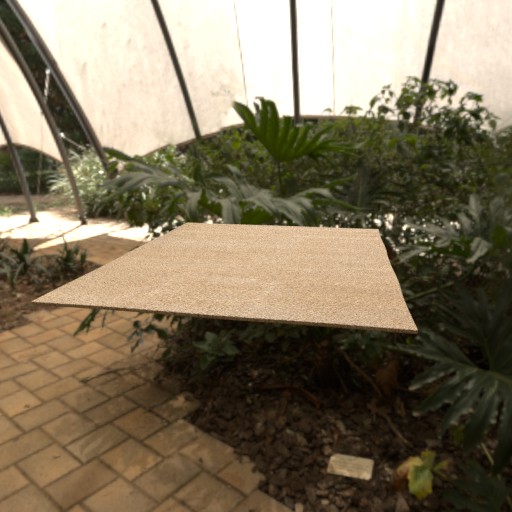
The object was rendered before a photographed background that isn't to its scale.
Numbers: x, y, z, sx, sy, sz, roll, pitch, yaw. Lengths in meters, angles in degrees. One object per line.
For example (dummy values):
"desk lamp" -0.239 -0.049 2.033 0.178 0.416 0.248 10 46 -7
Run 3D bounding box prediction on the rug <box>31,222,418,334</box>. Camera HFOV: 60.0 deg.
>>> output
"rug" 0.000 0.000 4.088 2.400 0.025 3.000 3 15 11
